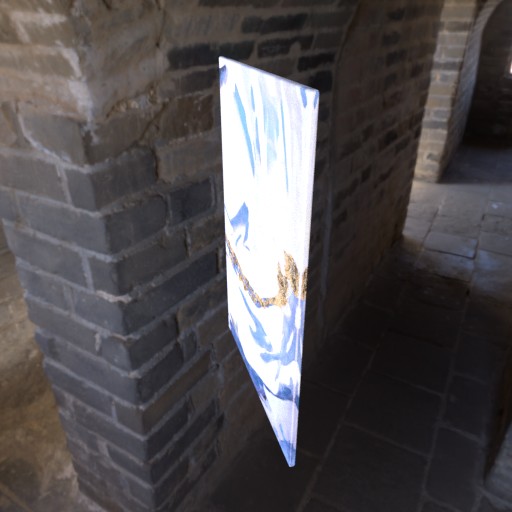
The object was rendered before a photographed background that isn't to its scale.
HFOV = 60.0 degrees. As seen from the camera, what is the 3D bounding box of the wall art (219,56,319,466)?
[{"bbox_3d":[0.000,0.000,1.168,0.016,0.914,0.610,-9,30,-16],"label":"wall art"}]
